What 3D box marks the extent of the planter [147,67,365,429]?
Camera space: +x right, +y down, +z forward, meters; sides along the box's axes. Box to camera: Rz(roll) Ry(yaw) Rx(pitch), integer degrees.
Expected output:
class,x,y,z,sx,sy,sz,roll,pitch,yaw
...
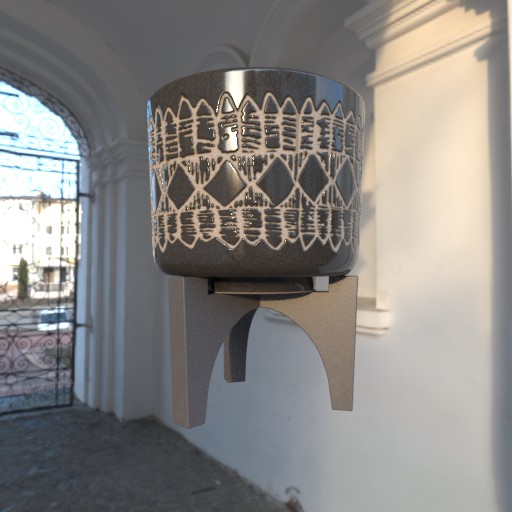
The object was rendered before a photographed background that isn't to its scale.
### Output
class,x,y,z,sx,sy,sz,roll,pitch,yaw
planter,0.000,0.000,0.406,0.196,0.264,0.196,0,-1,-17
